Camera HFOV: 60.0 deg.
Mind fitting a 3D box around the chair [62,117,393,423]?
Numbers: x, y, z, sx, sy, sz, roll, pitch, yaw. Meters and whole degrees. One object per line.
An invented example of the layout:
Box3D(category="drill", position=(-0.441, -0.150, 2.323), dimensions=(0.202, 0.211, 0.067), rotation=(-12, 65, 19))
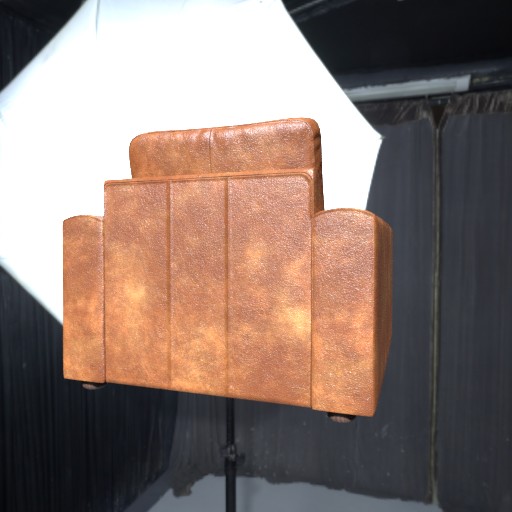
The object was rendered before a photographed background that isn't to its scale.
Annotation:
Box3D(category="chair", position=(0.000, 0.000, 1.760), dimensions=(1.005, 0.873, 1.016), rotation=(1, 2, 19))
